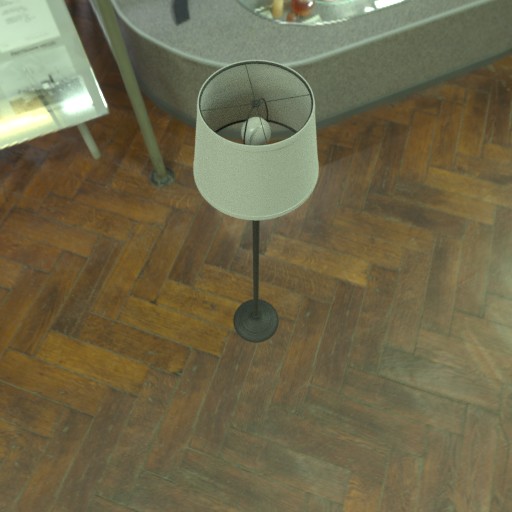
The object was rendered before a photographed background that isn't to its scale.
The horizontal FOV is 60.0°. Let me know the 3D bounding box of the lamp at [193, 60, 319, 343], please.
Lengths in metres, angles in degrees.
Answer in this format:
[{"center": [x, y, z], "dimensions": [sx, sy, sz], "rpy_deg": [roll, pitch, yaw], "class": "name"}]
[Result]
[{"center": [0.000, 0.000, 1.630], "dimensions": [0.327, 1.506, 0.327], "rpy_deg": [31, 68, 14], "class": "lamp"}]
